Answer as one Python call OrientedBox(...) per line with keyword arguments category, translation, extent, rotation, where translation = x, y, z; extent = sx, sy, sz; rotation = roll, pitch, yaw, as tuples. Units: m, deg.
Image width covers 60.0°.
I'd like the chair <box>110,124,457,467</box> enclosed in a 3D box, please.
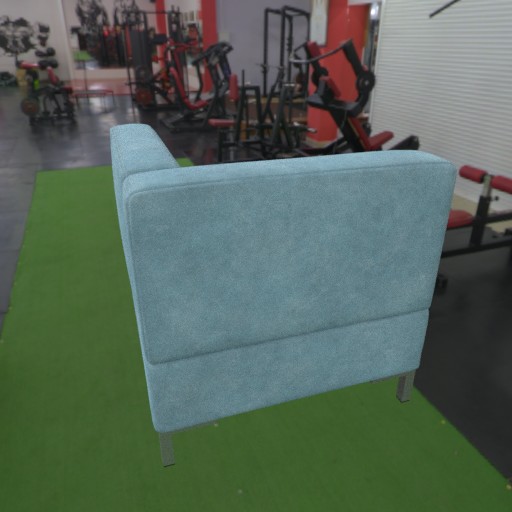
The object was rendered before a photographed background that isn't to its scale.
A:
OrientedBox(category="chair", translation=(0.000, 0.000, 1.224), extent=(0.691, 0.660, 0.684), rotation=(-8, 27, -17))
